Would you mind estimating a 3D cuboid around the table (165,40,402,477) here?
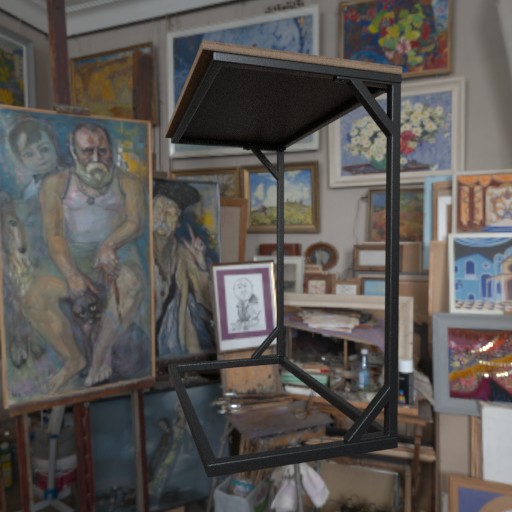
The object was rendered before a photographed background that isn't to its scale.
[{"bbox_3d":[0.000,0.000,1.015,0.351,0.673,0.597,-1,2,-17],"label":"table"}]
